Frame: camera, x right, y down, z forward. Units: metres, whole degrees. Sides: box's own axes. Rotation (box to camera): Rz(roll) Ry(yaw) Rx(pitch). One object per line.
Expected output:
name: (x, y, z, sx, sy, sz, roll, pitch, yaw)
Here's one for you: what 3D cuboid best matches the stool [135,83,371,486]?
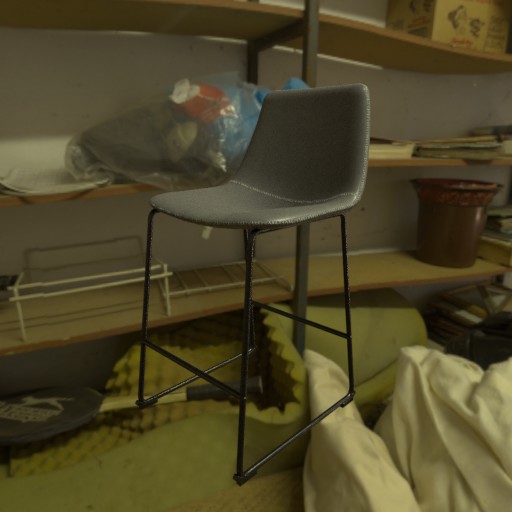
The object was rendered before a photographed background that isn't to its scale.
stool: (0.000, 0.000, 1.181, 0.470, 0.876, 0.546, 15, 21, 42)
